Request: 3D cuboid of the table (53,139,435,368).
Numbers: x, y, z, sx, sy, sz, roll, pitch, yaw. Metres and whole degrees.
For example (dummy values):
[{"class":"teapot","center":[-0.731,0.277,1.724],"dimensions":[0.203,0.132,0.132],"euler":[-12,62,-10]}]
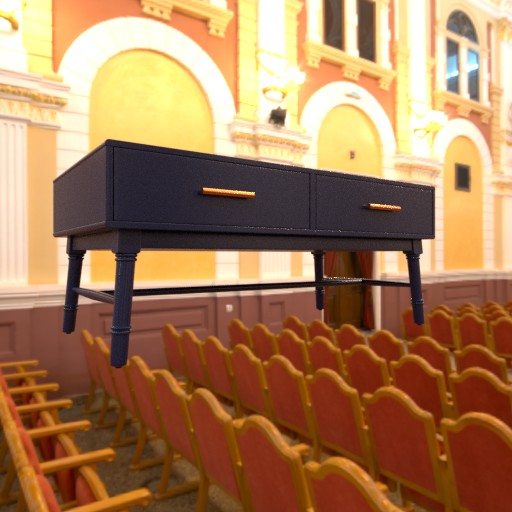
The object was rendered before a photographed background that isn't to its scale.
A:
[{"class":"table","center":[0.000,0.000,1.377],"dimensions":[1.067,0.457,0.572],"euler":[0,0,-34]}]
